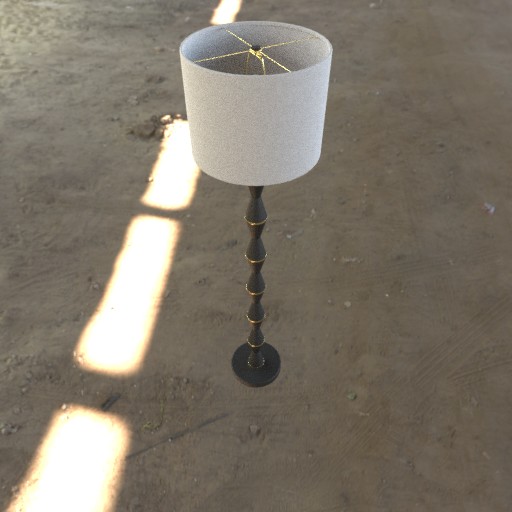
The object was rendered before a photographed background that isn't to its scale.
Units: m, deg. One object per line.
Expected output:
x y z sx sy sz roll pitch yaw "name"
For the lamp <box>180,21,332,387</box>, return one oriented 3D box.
0.000 0.000 1.628 0.381 1.480 0.381 -21 48 -20 "lamp"
